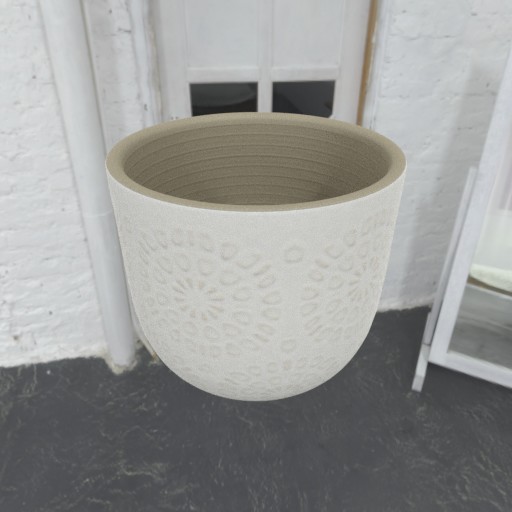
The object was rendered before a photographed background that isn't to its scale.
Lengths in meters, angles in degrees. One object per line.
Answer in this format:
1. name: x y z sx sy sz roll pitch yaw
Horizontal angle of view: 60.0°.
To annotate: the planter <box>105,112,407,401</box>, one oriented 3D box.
1. planter: 0.000 0.000 0.218 0.124 0.109 0.124 0 32 0
